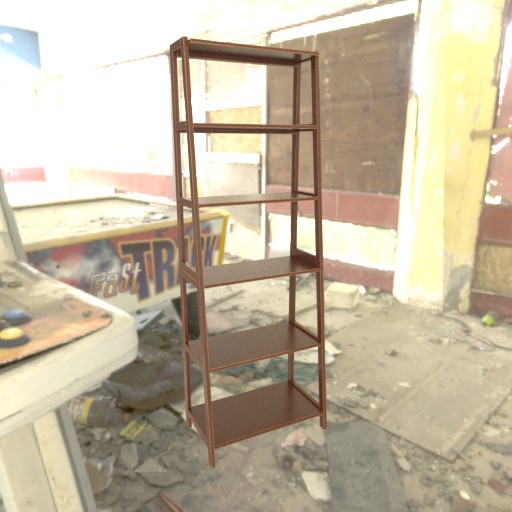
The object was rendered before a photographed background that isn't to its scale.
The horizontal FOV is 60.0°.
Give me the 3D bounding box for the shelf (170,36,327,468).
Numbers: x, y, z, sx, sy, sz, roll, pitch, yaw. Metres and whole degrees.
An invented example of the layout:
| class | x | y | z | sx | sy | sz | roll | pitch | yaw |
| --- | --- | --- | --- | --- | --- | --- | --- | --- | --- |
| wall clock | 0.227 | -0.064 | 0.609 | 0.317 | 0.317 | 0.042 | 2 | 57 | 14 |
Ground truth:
| class | x | y | z | sx | sy | sz | roll | pitch | yaw |
| --- | --- | --- | --- | --- | --- | --- | --- | --- | --- |
| shelf | 0.000 | 0.000 | 2.151 | 0.660 | 1.892 | 0.381 | -7 | 16 | -26 |
